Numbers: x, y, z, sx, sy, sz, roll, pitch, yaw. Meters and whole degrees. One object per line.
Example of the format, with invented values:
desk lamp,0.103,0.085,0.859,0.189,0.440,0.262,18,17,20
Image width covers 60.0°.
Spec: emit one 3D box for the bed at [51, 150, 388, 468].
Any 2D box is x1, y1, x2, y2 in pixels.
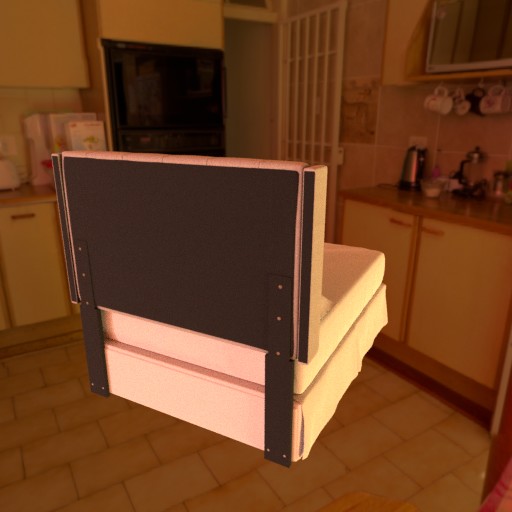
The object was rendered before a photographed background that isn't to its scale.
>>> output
bed,0.000,0.000,3.408,1.719,1.665,2.066,9,20,26
